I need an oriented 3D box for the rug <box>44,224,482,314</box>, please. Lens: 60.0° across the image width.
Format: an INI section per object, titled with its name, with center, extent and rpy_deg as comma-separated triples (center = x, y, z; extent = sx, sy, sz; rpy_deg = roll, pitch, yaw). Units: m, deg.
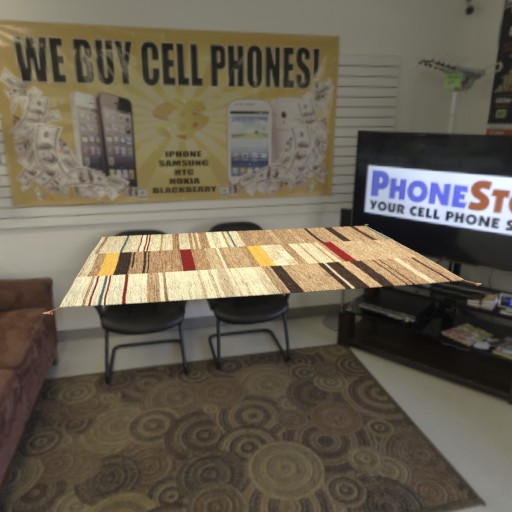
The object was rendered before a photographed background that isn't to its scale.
[rug]
center = 0.000, 0.000, 2.471
extent = 1.918, 0.007, 1.268
rpy_deg = -3, 17, -10
